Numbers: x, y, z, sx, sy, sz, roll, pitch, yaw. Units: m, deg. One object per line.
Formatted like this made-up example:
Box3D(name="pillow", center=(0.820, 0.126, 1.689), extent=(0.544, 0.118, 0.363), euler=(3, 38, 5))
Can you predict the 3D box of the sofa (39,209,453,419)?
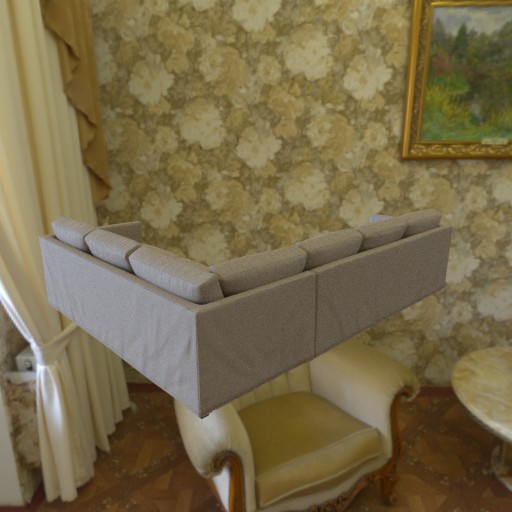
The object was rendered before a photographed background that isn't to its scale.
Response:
Box3D(name="sofa", center=(0.000, 0.000, 4.316), extent=(3.182, 0.871, 2.432), euler=(-15, 22, -41))
